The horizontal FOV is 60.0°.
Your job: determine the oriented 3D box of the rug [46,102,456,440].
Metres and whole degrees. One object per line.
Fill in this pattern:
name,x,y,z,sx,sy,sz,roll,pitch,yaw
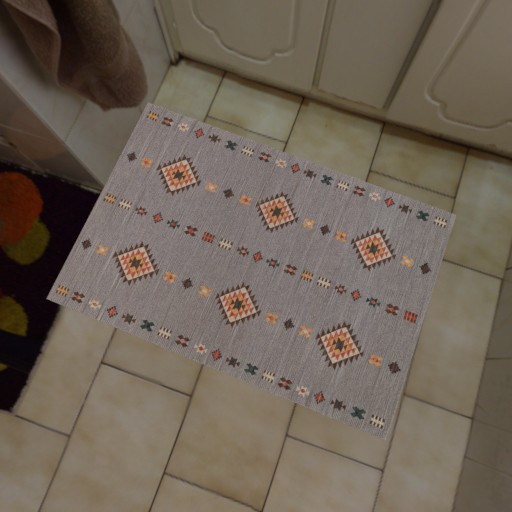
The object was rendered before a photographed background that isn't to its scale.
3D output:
rug,0.000,0.000,2.318,1.818,0.005,1.217,21,77,5
